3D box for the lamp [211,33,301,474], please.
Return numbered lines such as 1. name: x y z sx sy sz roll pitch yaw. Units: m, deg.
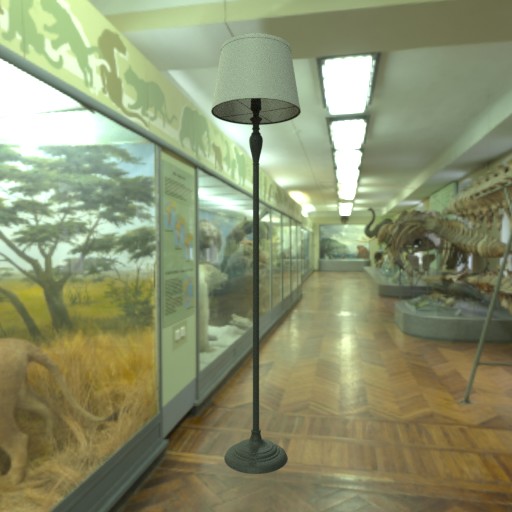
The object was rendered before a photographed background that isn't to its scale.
1. lamp: 0.000 0.000 1.637 0.327 1.506 0.327 0 1 -19
